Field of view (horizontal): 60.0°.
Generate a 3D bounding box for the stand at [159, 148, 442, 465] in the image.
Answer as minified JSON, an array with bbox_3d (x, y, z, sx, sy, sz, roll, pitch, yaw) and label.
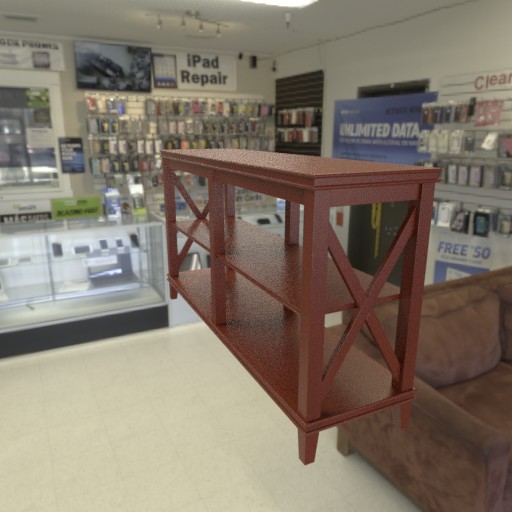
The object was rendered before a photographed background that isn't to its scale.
[{"bbox_3d":[0.000,0.000,1.730,0.381,0.762,1.372,-7,17,-25],"label":"stand"}]
